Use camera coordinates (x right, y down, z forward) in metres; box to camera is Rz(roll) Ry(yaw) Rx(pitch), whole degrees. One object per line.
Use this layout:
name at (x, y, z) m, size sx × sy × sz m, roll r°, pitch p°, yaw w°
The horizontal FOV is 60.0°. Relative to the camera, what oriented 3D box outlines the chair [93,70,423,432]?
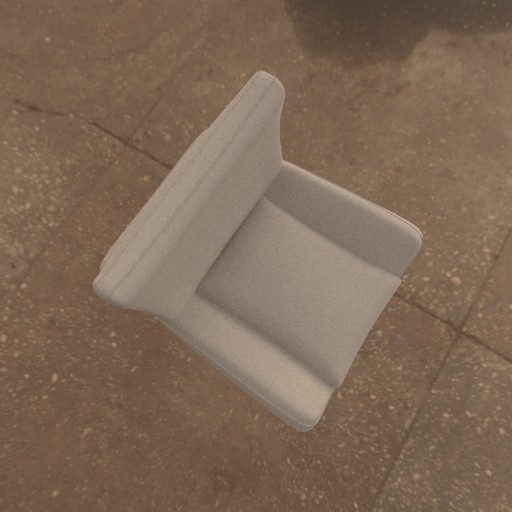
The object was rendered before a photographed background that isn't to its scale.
chair at (0.000, 0.000, 1.645) m, size 1.008 × 0.855 × 0.859 m, roll 33°, pitch 77°, yaw 8°
